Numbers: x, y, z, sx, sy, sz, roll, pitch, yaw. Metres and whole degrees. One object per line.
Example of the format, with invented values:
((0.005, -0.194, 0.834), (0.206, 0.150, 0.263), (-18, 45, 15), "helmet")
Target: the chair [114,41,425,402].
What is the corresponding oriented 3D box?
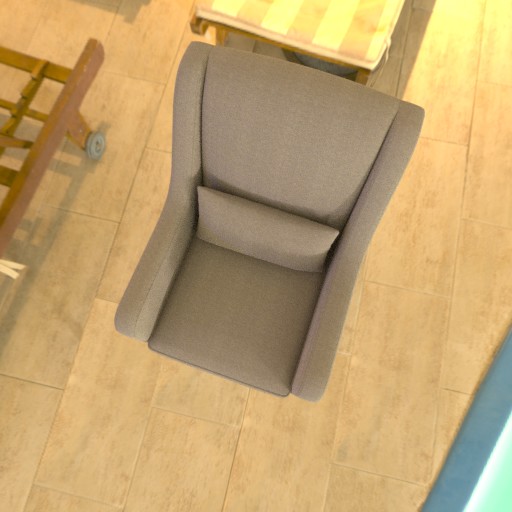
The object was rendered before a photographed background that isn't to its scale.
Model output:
((0.000, 0.000, 1.610), (0.715, 1.017, 0.890), (18, 76, 5), "chair")
